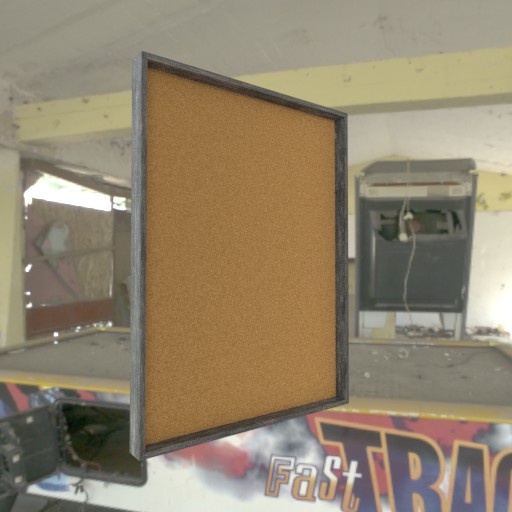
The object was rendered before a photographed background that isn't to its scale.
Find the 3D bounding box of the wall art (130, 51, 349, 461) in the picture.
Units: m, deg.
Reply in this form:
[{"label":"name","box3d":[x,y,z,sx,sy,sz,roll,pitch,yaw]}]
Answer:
[{"label":"wall art","box3d":[0.000,0.000,1.350,0.762,1.016,0.063,1,-2,-37]}]
